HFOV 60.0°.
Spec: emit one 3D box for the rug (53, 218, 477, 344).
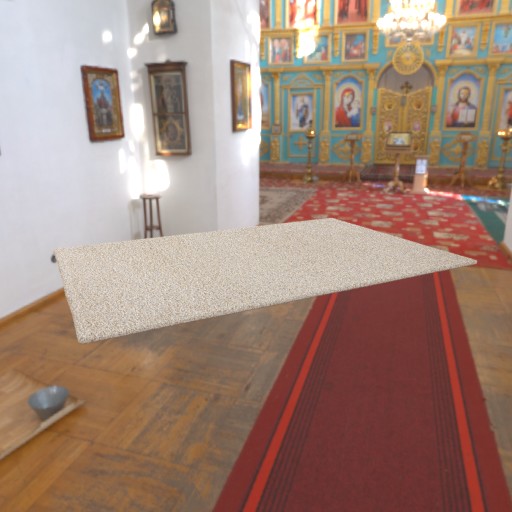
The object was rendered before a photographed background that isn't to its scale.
[{"bbox_3d":[0.000,0.000,3.395,2.743,0.030,1.778,-8,18,-26],"label":"rug"}]
